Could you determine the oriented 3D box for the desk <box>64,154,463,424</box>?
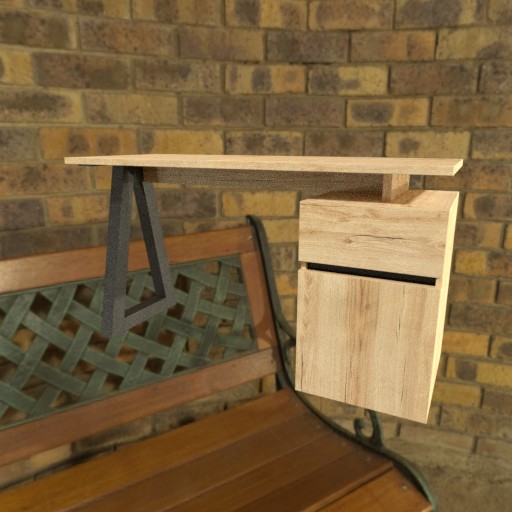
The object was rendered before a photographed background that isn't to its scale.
[{"bbox_3d":[0.000,0.000,1.763,1.400,0.760,0.550,7,16,26],"label":"desk"}]
